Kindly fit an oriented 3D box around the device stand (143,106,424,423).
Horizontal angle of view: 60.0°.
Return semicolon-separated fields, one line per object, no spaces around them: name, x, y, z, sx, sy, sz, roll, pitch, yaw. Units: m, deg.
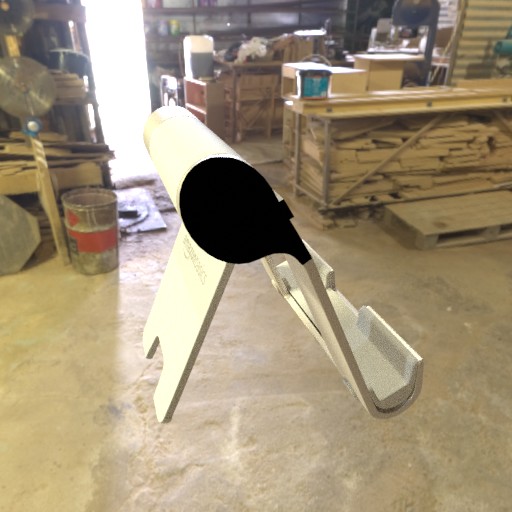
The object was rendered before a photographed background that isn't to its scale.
device stand;0.000;0.000;0.146;0.079;0.084;0.086;-9;30;-17
